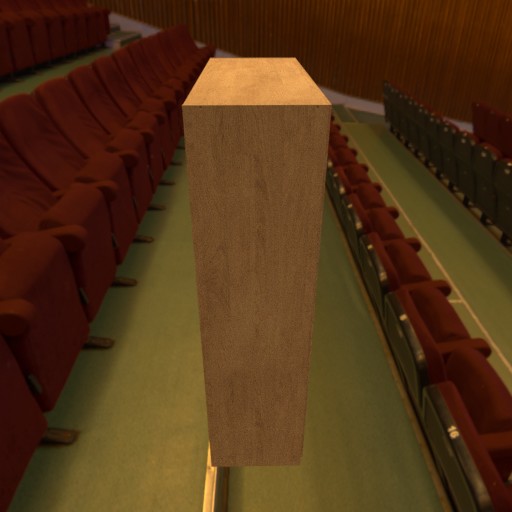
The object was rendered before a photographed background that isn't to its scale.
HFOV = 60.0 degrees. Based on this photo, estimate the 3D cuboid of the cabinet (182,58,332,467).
[{"bbox_3d":[0.000,0.000,2.500,0.510,1.910,1.290,-1,30,-1],"label":"cabinet"}]
